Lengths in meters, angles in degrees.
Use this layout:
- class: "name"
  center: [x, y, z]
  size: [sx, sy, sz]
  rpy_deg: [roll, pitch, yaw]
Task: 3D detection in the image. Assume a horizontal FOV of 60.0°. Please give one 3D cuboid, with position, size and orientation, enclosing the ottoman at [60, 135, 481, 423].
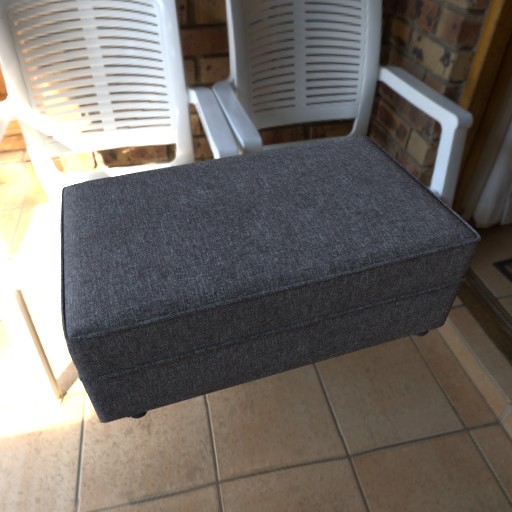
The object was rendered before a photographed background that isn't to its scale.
- class: "ottoman"
  center: [0.000, 0.000, 1.515]
  size: [1.184, 0.487, 0.717]
  rpy_deg: [-12, 43, -13]
